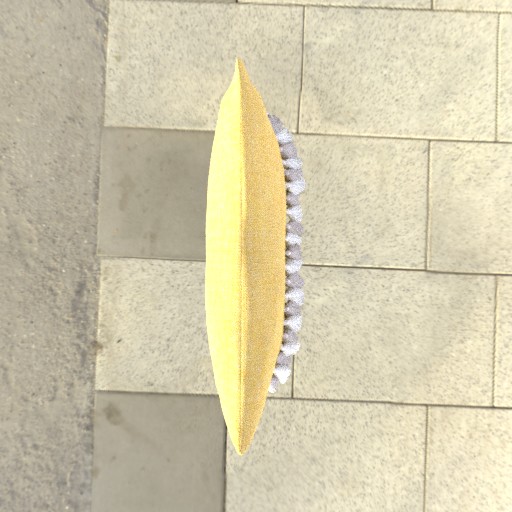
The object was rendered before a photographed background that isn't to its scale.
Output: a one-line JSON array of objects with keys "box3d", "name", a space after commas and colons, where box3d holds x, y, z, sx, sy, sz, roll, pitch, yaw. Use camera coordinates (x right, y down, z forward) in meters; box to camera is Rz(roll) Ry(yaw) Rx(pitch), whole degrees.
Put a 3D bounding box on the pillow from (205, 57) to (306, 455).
[{"box3d": [0.000, 0.000, 0.752, 0.167, 0.481, 0.485, 0, 89, 1], "name": "pillow"}]
